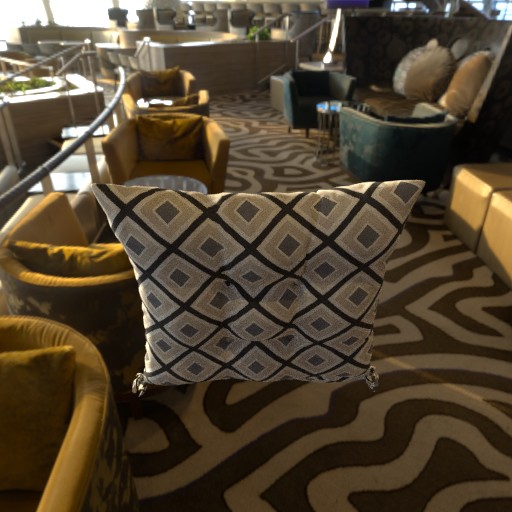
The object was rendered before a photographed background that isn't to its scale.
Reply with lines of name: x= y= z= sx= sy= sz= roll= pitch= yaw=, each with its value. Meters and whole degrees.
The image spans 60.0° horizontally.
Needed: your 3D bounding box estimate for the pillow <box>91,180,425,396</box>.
pillow: x=0.000 y=0.000 z=1.006 sx=0.541 sy=0.536 sz=0.585 roll=-1 pitch=30 yaw=-2
